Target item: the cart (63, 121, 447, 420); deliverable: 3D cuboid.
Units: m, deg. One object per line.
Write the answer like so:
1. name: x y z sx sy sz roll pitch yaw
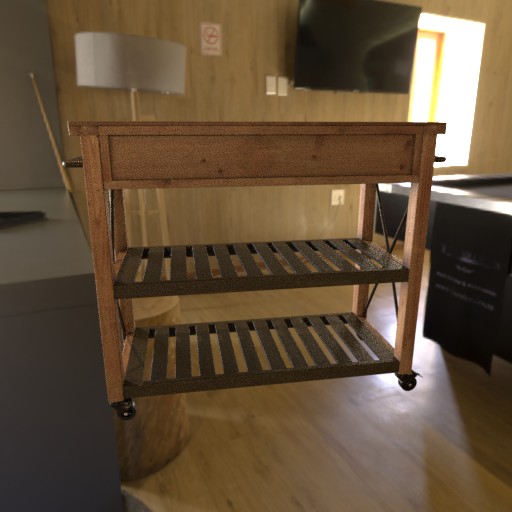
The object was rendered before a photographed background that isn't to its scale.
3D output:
1. cart: 0.000 0.000 0.960 0.686 0.554 0.298 -3 16 -9
